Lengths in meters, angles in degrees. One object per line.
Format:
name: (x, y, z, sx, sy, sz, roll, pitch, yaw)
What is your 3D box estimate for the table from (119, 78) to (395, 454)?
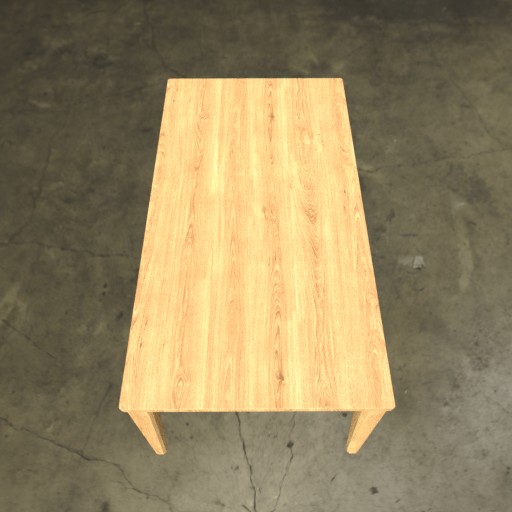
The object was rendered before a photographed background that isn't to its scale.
table: (0.000, 0.000, 2.062, 0.900, 0.760, 1.600, 0, 59, 0)
